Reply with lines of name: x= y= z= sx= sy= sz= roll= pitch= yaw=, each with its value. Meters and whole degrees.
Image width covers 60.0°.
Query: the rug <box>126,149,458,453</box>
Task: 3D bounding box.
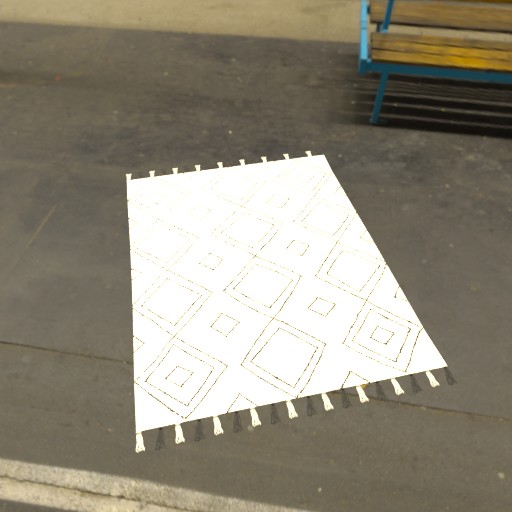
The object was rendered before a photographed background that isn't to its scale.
rug: x=0.000 y=0.000 z=4.193 sx=2.342 sy=0.026 sz=3.221 roll=-9 pitch=47 yaw=-9
